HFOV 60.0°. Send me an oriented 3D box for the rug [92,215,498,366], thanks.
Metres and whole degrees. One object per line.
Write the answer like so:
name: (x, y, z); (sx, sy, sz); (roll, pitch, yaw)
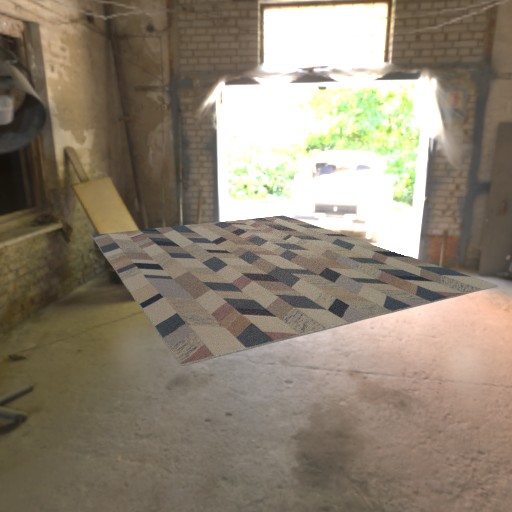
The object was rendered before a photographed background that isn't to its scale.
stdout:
rug: (0.000, 0.000, 4.038); (2.451, 0.011, 3.072); (-8, 18, -26)
